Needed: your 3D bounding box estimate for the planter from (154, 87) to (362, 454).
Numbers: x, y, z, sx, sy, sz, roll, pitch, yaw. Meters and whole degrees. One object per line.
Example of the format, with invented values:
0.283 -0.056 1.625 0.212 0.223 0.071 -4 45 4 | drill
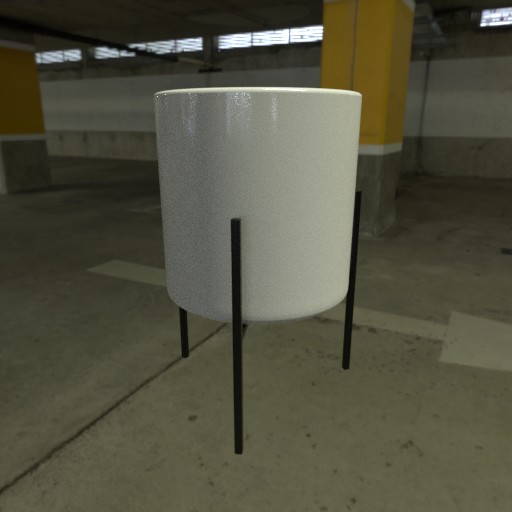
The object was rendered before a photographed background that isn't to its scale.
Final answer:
0.000 0.000 0.516 0.239 0.356 0.239 3 17 9 | planter
